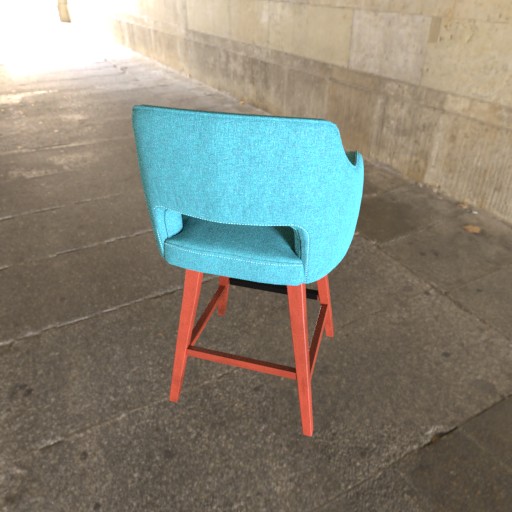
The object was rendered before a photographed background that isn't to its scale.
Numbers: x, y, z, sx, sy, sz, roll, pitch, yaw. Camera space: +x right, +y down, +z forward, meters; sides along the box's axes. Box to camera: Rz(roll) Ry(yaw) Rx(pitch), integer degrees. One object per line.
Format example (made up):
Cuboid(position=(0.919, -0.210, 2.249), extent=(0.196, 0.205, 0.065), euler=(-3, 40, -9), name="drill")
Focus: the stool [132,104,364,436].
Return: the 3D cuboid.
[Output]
Cuboid(position=(0.000, 0.000, 1.304), extent=(0.548, 0.961, 0.556), euler=(9, 34, 14), name="stool")
